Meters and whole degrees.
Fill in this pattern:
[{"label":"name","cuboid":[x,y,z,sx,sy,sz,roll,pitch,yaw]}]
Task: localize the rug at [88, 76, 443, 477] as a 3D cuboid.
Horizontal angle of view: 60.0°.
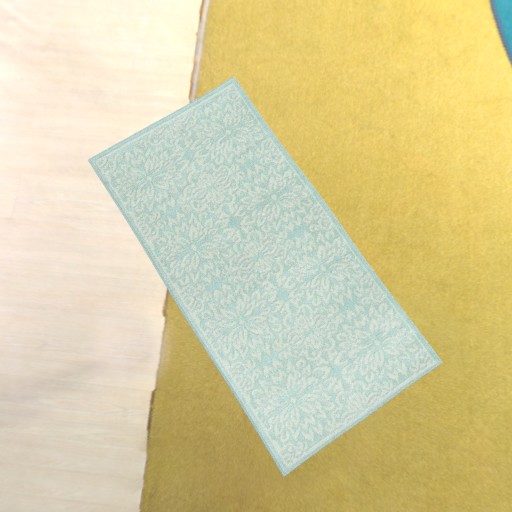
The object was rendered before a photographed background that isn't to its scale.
[{"label":"rug","cuboid":[0.000,0.000,1.468,0.604,0.007,1.219,-33,79,-7]}]
